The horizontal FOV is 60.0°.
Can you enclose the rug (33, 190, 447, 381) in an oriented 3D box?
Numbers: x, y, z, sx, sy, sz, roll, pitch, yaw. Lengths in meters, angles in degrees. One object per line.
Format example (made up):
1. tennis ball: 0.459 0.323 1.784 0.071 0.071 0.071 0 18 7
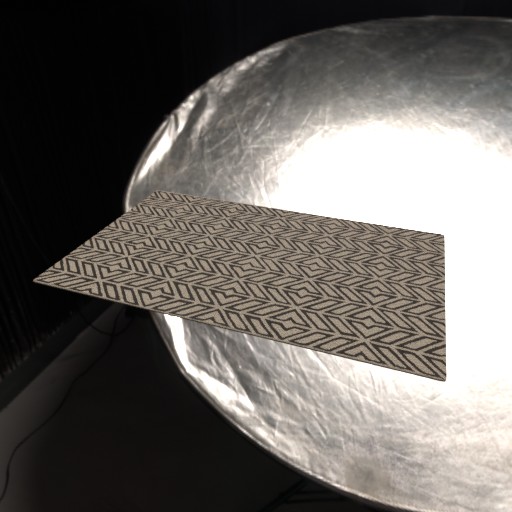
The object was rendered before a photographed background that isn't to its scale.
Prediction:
1. rug: 0.000 0.000 3.033 2.438 0.008 1.523 11 33 17
